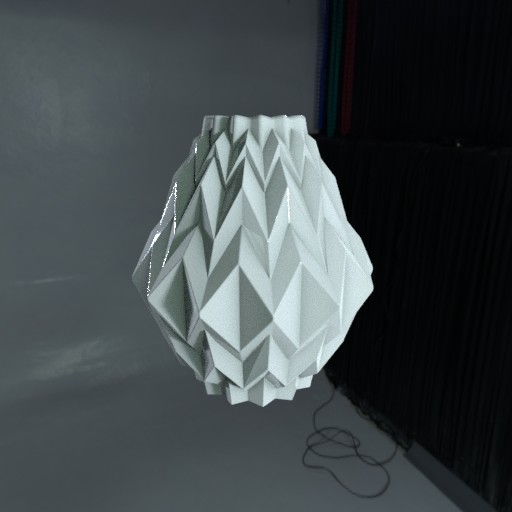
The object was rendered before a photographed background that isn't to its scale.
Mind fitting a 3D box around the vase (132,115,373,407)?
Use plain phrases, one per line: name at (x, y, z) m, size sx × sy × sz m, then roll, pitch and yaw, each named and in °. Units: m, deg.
vase at (0.000, 0.000, 0.307) m, size 0.164 × 0.185 × 0.164 m, roll 0°, pitch 17°, yaw 0°
